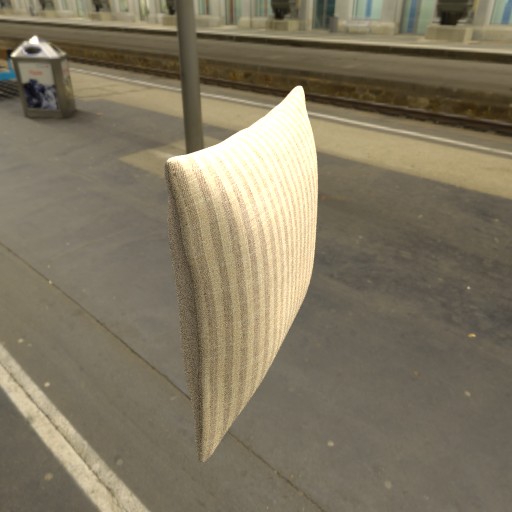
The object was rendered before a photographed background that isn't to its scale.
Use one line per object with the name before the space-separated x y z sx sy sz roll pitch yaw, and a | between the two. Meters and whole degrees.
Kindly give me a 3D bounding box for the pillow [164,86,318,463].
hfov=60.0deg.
pillow | 0.000 0.000 0.809 0.166 0.510 0.523 11 32 18
